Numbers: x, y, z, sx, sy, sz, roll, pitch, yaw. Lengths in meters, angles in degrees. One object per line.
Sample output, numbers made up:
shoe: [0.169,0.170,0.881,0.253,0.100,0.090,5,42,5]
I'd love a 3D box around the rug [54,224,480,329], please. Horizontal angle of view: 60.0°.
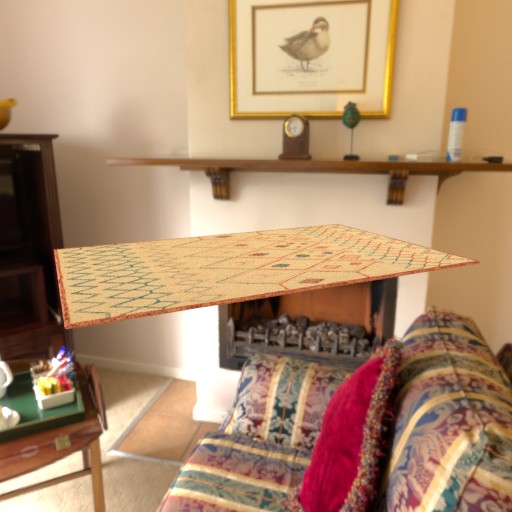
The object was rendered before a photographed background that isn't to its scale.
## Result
rug: [0.000,0.000,2.974,2.438,0.015,1.524,-7,15,-25]
